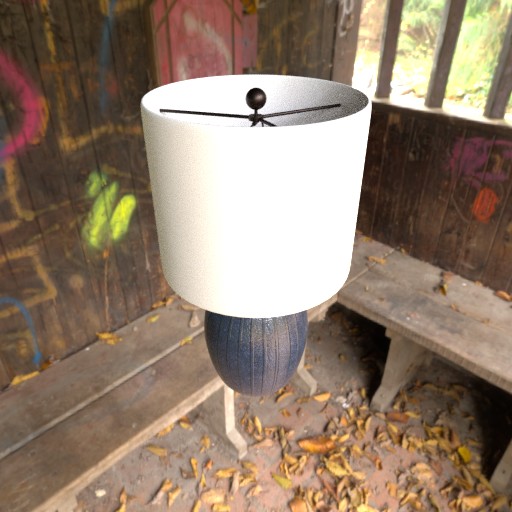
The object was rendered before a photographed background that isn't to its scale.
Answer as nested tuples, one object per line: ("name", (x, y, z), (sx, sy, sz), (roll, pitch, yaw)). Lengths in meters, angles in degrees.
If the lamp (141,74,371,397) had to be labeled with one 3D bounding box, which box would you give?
("lamp", (0.000, 0.000, 0.788), (0.329, 0.570, 0.329), (9, 33, 13))
